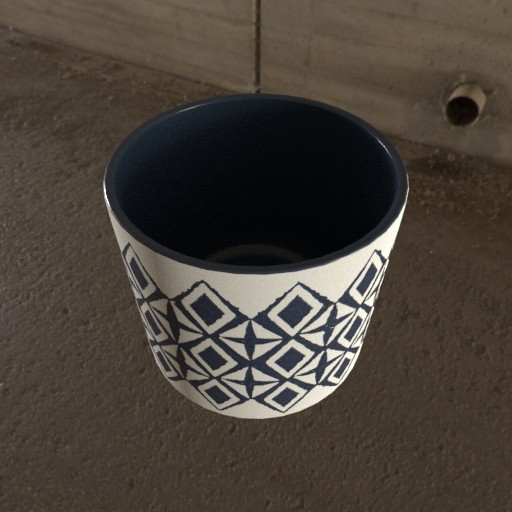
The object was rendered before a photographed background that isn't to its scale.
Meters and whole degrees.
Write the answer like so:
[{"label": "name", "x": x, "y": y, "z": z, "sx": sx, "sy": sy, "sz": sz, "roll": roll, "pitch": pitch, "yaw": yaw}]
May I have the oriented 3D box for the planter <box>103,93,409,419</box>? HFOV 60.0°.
[{"label": "planter", "x": 0.000, "y": 0.000, "z": 0.286, "sx": 0.159, "sy": 0.144, "sz": 0.159, "roll": 0, "pitch": 46, "yaw": 0}]
